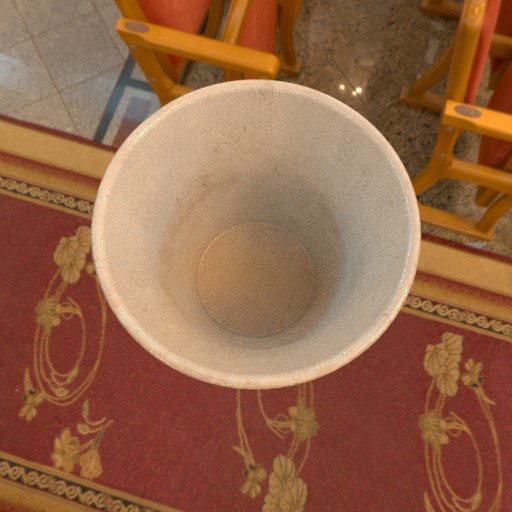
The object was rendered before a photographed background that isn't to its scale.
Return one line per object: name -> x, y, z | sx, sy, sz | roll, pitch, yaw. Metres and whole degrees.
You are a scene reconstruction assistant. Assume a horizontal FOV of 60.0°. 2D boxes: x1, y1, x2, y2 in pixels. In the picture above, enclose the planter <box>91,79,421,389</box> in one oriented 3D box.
planter -> 0.000, 0.000, 0.220 | 0.126, 0.104, 0.126 | 0, 73, 0
